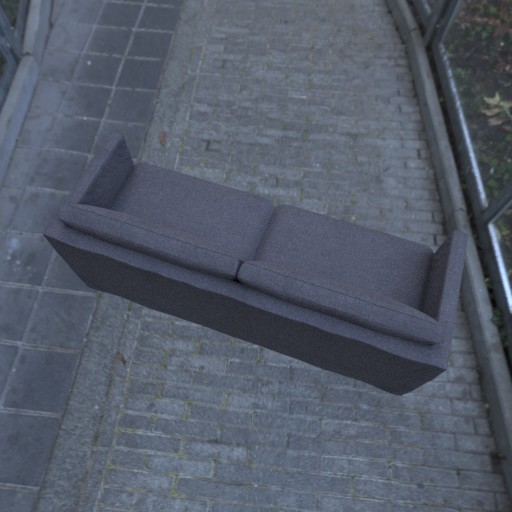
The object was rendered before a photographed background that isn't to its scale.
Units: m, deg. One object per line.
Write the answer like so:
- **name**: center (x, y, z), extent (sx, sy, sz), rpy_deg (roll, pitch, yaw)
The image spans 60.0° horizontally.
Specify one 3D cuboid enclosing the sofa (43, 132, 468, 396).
- **sofa**: center (0.000, 0.000, 3.322), extent (2.779, 0.998, 1.036), rpy_deg (18, 64, 9)
